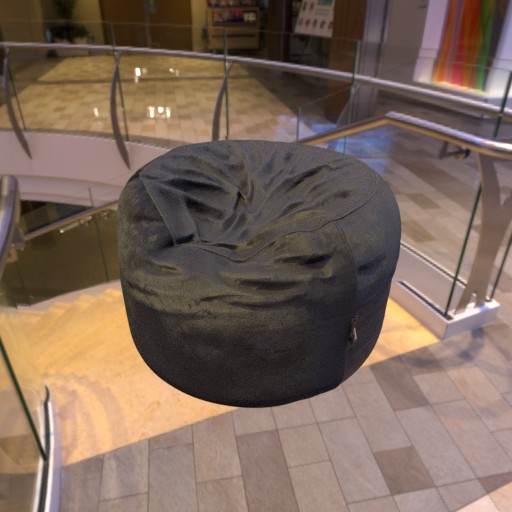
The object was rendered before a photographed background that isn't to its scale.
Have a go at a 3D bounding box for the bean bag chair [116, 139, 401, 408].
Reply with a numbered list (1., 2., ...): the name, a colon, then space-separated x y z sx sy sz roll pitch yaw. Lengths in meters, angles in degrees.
1. bean bag chair: 0.000 0.000 1.510 0.918 0.605 0.918 0 31 0
